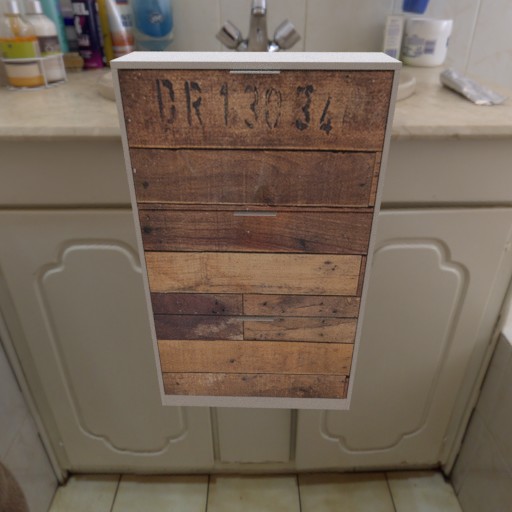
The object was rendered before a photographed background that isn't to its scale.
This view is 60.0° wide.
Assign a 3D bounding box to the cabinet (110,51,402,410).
[{"bbox_3d":[0.000,0.000,1.553,0.750,1.280,0.250,1,30,1],"label":"cabinet"}]
